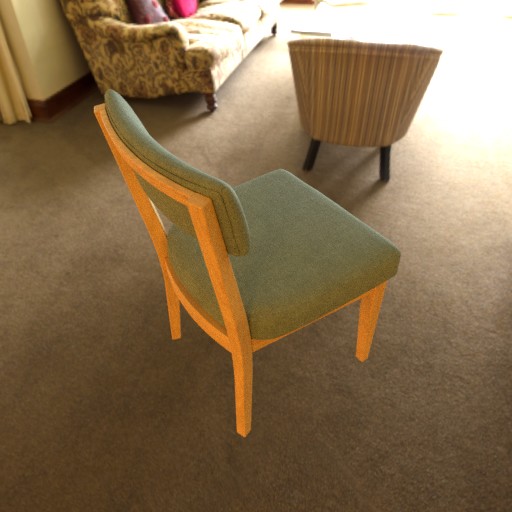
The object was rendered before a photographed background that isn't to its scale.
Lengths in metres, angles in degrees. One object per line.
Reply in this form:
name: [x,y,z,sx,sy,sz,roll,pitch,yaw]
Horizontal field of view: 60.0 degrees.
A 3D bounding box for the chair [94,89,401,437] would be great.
chair: [0.000,0.000,1.166,0.572,0.832,0.508,-25,47,-26]
